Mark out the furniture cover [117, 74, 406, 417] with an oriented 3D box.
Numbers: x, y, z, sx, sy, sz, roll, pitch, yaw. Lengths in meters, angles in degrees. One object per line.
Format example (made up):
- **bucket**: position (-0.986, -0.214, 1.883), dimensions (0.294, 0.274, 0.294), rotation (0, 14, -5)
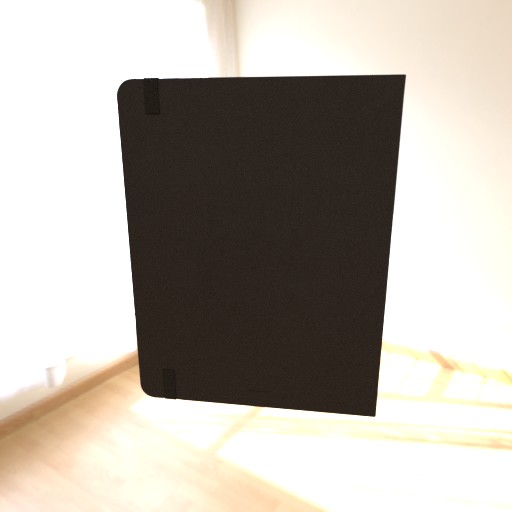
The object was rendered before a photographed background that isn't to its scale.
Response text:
- **furniture cover**: position (0.000, 0.000, 0.374), dimensions (0.216, 0.281, 0.023), rotation (2, 16, 8)
